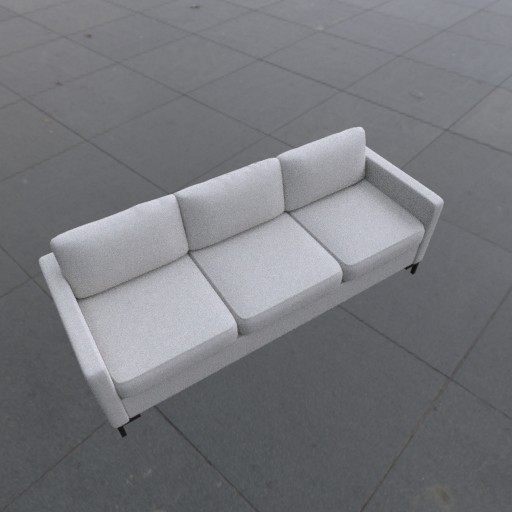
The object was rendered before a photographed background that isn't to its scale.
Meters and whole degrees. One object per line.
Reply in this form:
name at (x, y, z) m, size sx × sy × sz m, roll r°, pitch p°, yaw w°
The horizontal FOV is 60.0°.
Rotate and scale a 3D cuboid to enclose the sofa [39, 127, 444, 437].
sofa at (0.000, 0.000, 2.670) m, size 2.218 × 0.874 × 0.859 m, roll -25°, pitch 51°, yaw -22°
